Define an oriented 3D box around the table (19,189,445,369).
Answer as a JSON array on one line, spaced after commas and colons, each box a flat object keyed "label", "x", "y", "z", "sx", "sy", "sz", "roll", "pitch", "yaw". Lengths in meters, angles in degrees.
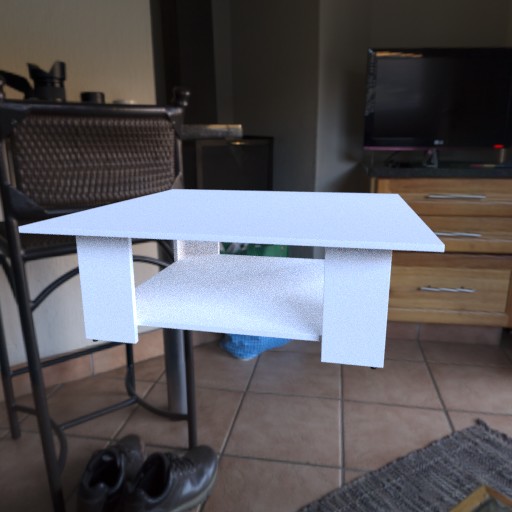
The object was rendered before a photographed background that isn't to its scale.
[{"label": "table", "x": 0.000, "y": 0.000, "z": 1.353, "sx": 0.890, "sy": 0.305, "sz": 0.890, "roll": 3, "pitch": 14, "yaw": 12}]
